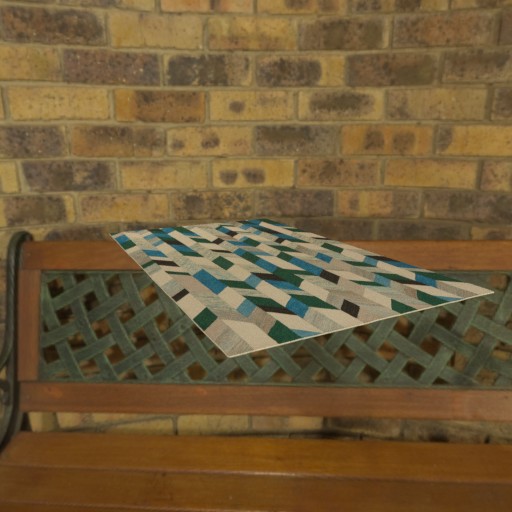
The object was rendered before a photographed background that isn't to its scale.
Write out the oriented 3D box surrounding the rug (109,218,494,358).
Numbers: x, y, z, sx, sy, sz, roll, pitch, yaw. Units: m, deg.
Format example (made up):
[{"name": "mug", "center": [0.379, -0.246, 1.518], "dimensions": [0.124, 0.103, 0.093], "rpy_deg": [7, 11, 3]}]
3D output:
[{"name": "rug", "center": [0.000, 0.000, 2.982], "dimensions": [1.507, 0.007, 2.433], "rpy_deg": [-8, 17, -27]}]
